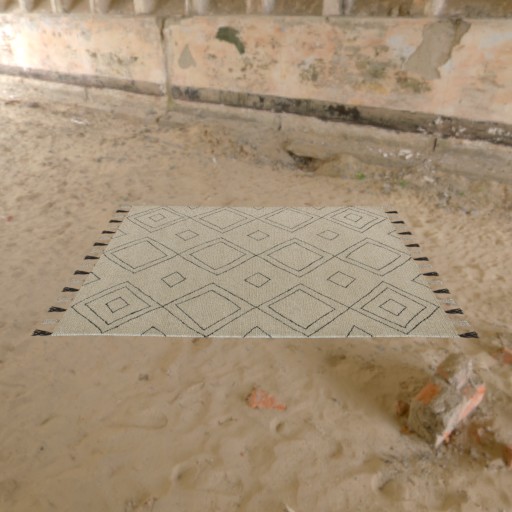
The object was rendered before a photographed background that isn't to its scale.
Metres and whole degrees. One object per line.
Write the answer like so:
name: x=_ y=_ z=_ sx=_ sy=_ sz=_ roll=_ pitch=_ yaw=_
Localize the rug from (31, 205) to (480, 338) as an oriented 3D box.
rug: x=0.000 y=0.000 z=4.190 sx=3.221 sy=0.026 sz=2.342 roll=0 pitch=30 yaw=0
